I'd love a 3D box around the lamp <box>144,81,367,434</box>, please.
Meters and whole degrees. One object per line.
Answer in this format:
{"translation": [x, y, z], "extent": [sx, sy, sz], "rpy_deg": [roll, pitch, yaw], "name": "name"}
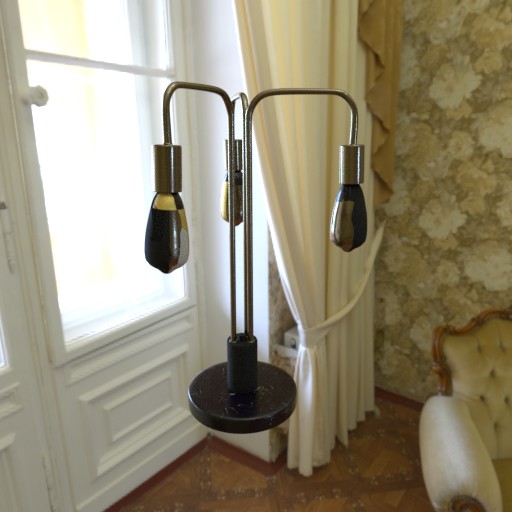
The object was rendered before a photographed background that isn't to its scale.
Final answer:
{"translation": [0.000, 0.000, 0.796], "extent": [0.355, 0.560, 0.368], "rpy_deg": [-2, 16, -8], "name": "lamp"}
